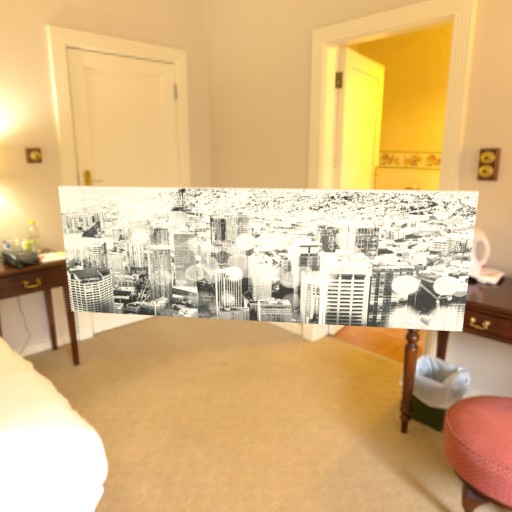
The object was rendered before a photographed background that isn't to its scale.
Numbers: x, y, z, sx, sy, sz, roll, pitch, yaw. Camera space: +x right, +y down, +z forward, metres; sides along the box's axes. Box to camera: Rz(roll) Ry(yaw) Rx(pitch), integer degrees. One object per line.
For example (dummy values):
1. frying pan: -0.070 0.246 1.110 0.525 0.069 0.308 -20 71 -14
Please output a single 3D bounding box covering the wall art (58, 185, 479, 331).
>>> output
1. wall art: 0.000 0.000 1.672 1.520 0.507 0.044 2 14 8
